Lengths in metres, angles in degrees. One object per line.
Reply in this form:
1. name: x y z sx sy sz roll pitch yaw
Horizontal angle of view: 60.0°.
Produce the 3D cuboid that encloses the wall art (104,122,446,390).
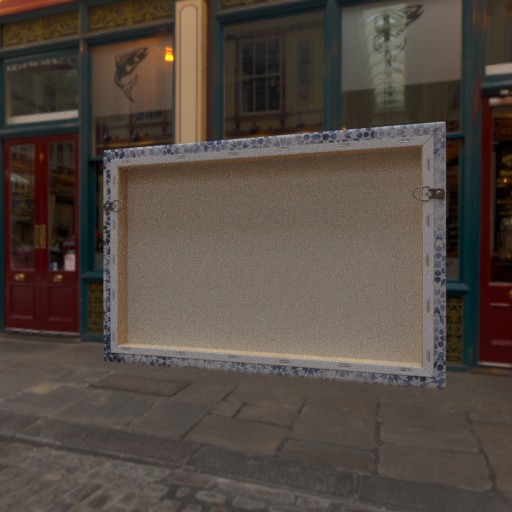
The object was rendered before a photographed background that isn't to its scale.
1. wall art: 0.000 0.000 0.772 0.608 0.406 0.030 0 0 18
